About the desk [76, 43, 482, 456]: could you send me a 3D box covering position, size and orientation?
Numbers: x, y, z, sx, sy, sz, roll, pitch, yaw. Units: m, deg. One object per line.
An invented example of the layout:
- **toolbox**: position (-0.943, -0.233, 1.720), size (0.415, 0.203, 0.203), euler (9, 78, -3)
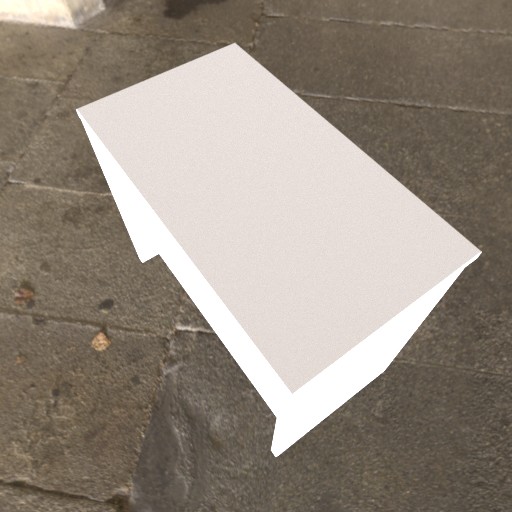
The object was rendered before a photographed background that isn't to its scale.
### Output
- **desk**: position (0.000, 0.000, 1.338), size (0.498, 0.729, 0.900), euler (-31, 63, -18)
